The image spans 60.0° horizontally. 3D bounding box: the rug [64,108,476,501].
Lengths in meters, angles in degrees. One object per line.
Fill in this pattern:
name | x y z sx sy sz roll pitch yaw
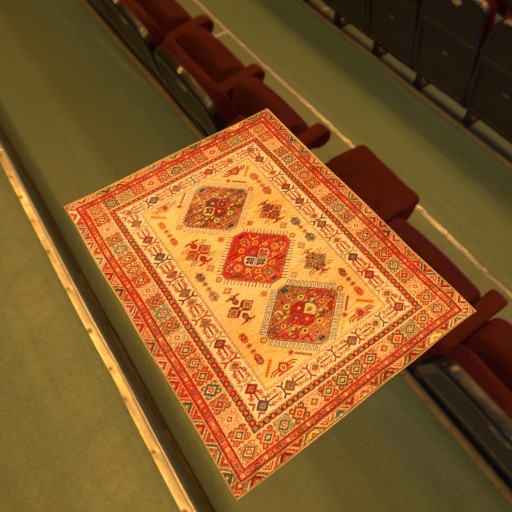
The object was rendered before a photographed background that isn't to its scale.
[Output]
rug | 0.000 0.000 4.049 2.460 0.005 3.067 -31 64 -17
